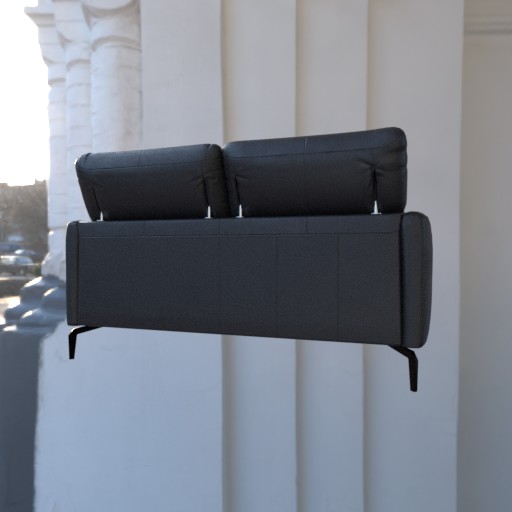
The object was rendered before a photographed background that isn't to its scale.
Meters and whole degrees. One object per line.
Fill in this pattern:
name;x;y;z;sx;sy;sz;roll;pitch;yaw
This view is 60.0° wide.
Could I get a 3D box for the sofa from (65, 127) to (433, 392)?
sofa;0.000;0.000;2.176;1.596;0.920;0.958;0;1;18
